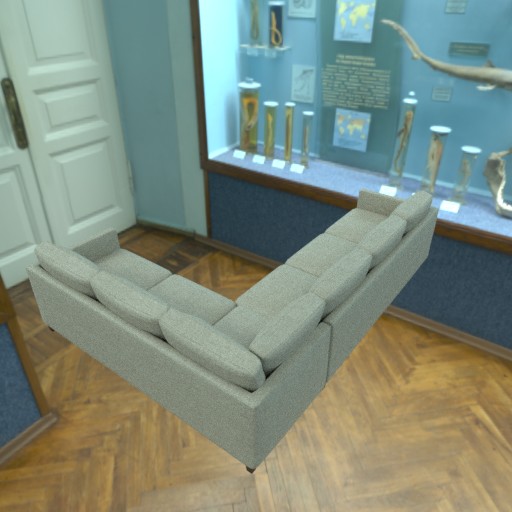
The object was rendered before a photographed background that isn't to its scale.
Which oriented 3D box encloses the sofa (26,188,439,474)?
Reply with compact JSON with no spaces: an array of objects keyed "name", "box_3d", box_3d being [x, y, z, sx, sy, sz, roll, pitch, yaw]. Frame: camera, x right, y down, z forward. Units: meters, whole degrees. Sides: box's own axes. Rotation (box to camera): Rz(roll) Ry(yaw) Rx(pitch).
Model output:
[{"name":"sofa","box_3d":[0.000,0.000,4.396,2.522,0.934,3.333,22,38,31]}]
